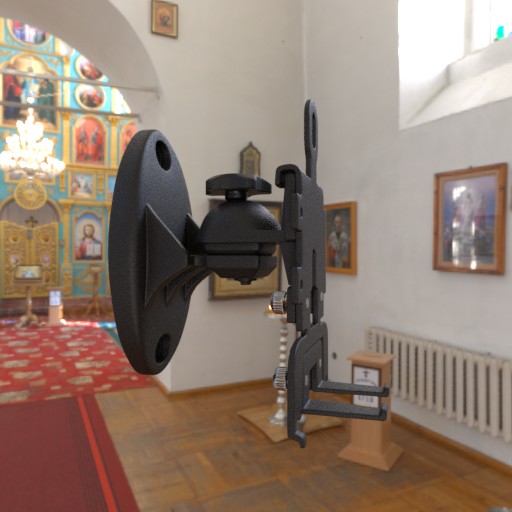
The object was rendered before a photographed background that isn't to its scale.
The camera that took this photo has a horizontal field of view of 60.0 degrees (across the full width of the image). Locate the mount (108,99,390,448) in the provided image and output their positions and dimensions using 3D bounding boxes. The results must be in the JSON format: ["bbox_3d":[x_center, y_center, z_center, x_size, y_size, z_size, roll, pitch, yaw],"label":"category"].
[{"bbox_3d":[0.000,0.000,0.175,0.100,0.118,0.066,0,0,18],"label":"mount"}]
